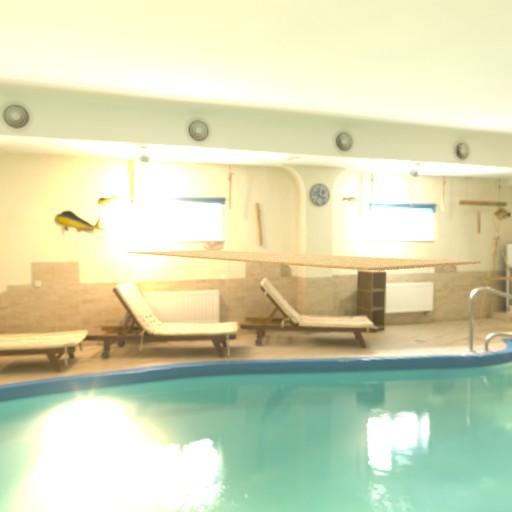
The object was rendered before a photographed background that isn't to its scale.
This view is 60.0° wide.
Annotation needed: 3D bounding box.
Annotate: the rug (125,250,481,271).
[{"bbox_3d":[0.000,0.000,2.911,0.795,0.015,2.544,-2,3,-38],"label":"rug"}]
